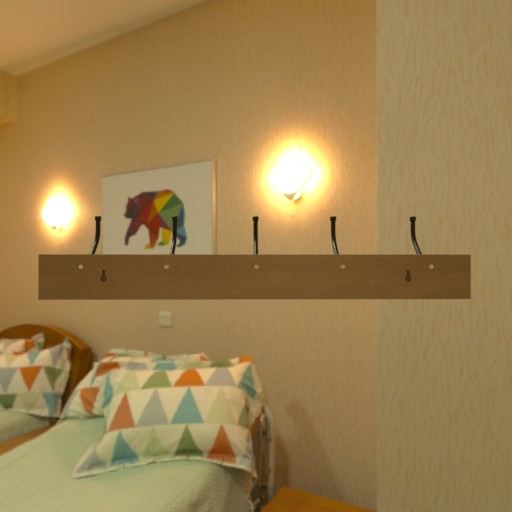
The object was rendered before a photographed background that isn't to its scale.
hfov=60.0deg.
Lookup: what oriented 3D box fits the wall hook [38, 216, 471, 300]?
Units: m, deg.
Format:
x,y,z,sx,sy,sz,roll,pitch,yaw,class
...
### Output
x,y,z,sx,sy,sz,roll,pitch,yaw,class
0.000,0.000,0.621,0.571,0.117,0.071,0,0,-1,wall hook
